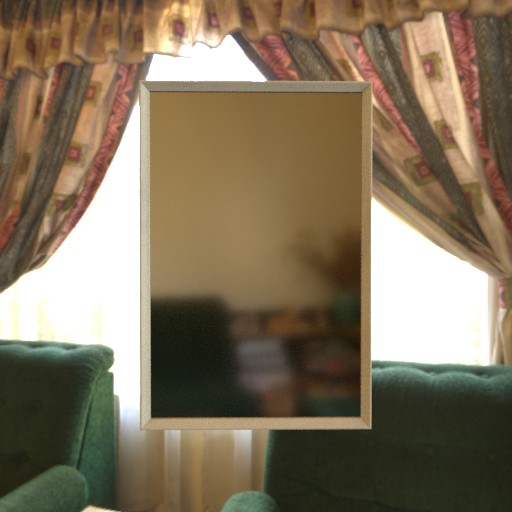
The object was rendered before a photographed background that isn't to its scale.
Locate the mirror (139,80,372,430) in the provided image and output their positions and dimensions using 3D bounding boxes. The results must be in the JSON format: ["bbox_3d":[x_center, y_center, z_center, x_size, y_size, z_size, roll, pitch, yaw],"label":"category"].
[{"bbox_3d":[0.000,0.000,1.181,0.609,0.915,0.041,0,1,-1],"label":"mirror"}]
